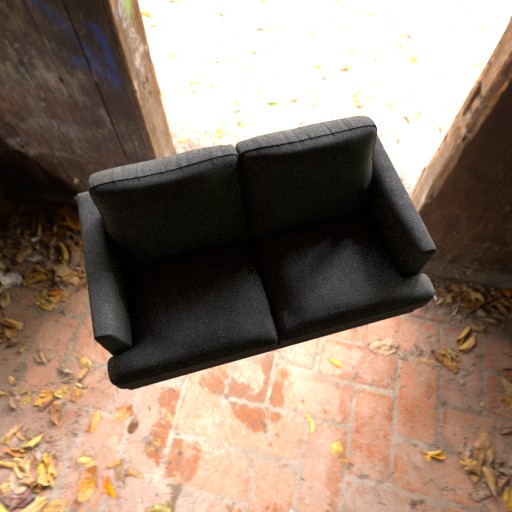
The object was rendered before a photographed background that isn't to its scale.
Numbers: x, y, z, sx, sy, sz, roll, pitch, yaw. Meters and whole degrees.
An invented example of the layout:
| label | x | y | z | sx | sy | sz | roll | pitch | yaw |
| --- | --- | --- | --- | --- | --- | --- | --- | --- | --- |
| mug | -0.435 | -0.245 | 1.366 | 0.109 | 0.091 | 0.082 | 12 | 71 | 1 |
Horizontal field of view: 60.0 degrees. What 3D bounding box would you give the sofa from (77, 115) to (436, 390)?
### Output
| label | x | y | z | sx | sy | sz | roll | pitch | yaw |
| --- | --- | --- | --- | --- | --- | --- | --- | --- | --- |
| sofa | 0.000 | 0.000 | 2.222 | 1.582 | 0.956 | 0.903 | -14 | 64 | -7 |
